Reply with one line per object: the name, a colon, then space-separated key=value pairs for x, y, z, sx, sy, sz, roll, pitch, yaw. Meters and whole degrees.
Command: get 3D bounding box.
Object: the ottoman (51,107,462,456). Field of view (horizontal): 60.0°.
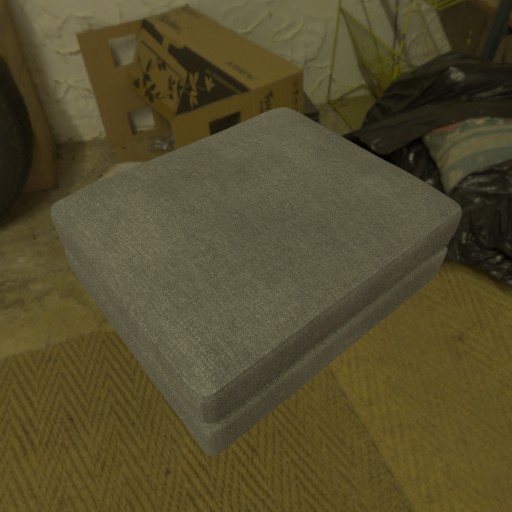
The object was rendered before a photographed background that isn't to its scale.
ottoman: x=0.000 y=0.000 z=1.238 sx=0.821 sy=0.474 sz=0.693 roll=-31 pitch=54 yaw=-26
